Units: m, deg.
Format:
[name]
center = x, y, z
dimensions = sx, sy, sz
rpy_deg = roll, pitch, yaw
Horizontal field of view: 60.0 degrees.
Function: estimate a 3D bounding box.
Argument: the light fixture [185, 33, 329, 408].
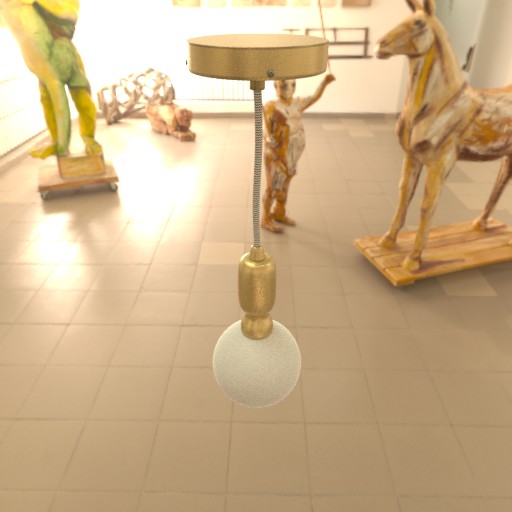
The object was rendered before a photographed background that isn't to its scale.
[light fixture]
center = 0.000, 0.000, 0.578
dimensions = 0.146, 0.510, 0.147
rpy_deg = 0, 31, 0
